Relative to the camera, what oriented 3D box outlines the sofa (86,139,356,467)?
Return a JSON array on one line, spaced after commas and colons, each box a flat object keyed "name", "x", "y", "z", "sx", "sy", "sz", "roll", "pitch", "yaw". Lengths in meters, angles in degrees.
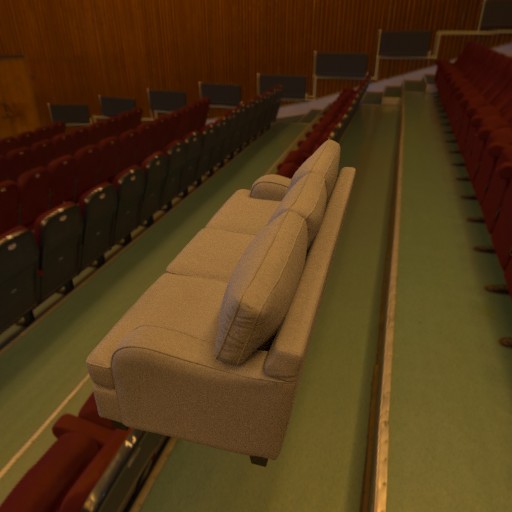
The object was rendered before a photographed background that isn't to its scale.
[{"name": "sofa", "x": 0.000, "y": 0.000, "z": 2.854, "sx": 1.016, "sy": 0.991, "sz": 2.323, "roll": 8, "pitch": 30, "yaw": 14}]
